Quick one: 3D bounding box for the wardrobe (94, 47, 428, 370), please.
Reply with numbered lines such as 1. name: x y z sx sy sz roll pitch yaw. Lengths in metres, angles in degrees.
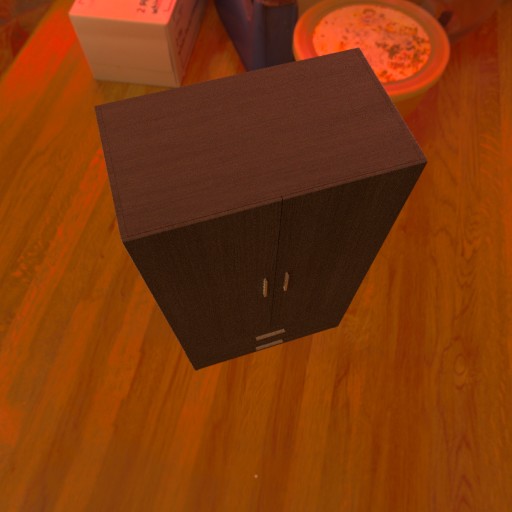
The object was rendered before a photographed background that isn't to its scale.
1. wardrobe: 0.000 0.000 2.278 0.991 1.808 0.577 -16 65 -8
